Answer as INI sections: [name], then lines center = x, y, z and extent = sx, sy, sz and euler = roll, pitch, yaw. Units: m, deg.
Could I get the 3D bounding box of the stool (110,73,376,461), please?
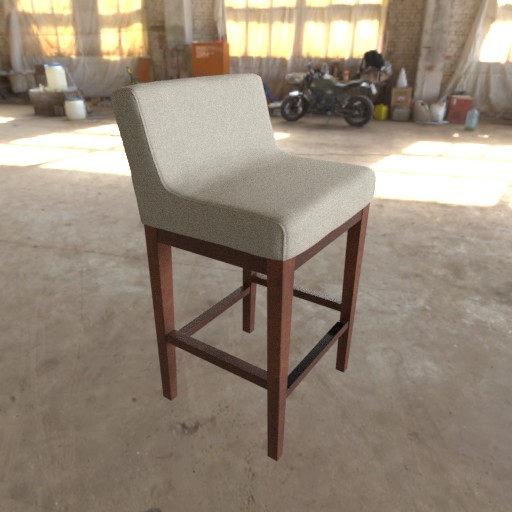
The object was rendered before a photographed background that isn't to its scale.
[stool]
center = 0.000, 0.000, 1.272
extent = 0.500, 0.937, 0.511
euler = 17, 31, 31
